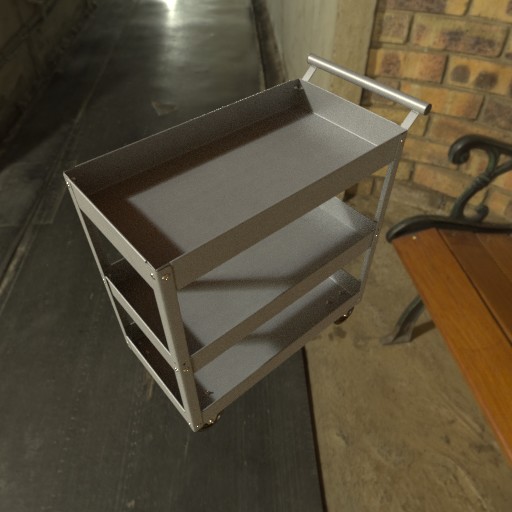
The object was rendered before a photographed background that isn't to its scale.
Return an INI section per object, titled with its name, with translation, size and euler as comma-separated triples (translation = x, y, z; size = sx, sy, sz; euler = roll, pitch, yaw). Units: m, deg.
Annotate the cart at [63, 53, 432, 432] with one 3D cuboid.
[cart]
translation = 0.000, 0.000, 1.193
size = 0.719, 0.780, 0.366
euler = -32, 54, -27
